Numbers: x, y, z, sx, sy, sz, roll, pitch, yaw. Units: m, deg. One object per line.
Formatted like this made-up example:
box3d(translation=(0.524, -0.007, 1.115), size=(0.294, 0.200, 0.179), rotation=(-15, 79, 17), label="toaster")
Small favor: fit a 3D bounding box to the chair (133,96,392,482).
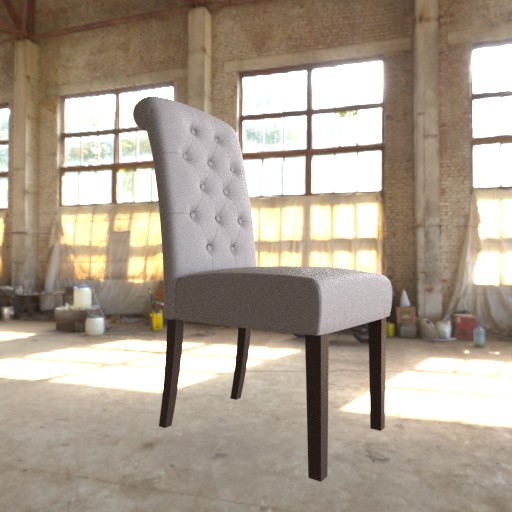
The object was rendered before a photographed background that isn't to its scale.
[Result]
box3d(translation=(0.000, 0.000, 1.333), size=(0.671, 1.006, 0.456), rotation=(-1, -1, 36), label="chair")
